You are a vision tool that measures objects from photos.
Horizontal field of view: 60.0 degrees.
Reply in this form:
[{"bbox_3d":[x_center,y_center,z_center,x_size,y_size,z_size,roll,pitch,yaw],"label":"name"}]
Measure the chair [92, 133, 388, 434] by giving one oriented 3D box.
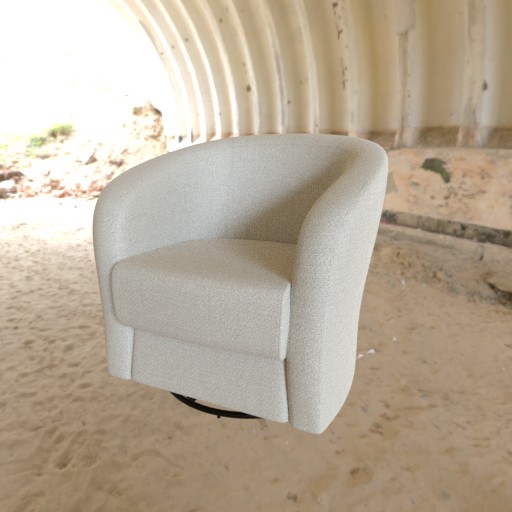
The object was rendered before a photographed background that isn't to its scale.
[{"bbox_3d":[0.000,0.000,1.442,0.791,0.771,0.815,7,17,24],"label":"chair"}]
